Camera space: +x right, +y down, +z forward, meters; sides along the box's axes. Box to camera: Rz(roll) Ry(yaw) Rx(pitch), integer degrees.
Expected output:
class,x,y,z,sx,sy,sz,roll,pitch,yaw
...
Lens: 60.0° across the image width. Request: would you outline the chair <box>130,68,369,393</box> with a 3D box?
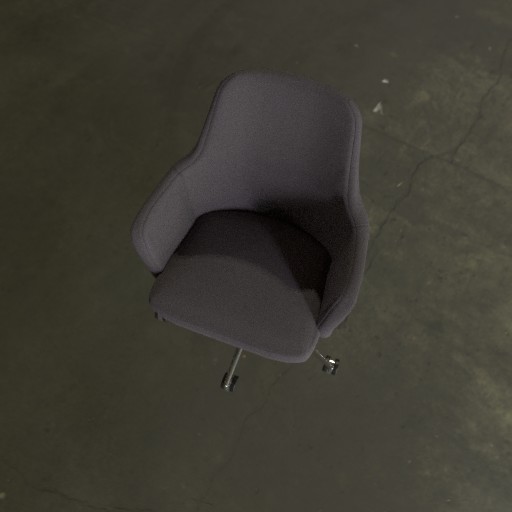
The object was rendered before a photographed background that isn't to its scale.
class,x,y,z,sx,sy,sz,roll,pitch,yaw
chair,0.000,0.000,1.260,0.655,0.820,0.600,18,61,11
